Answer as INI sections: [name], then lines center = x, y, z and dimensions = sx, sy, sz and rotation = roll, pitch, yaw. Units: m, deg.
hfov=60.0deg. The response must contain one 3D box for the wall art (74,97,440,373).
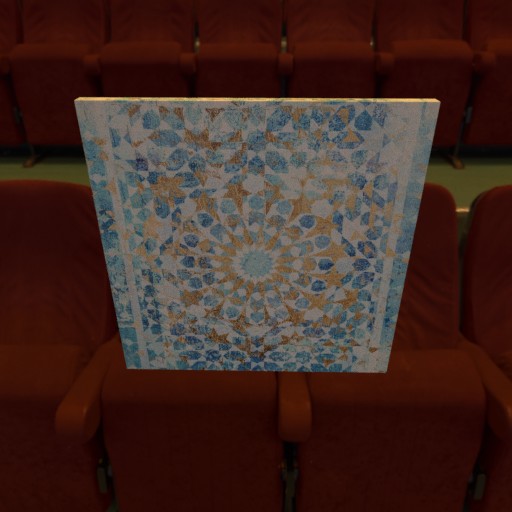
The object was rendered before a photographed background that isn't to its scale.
[wall art]
center = 0.000, 0.000, 1.352
dimensions = 0.916, 0.916, 0.040
rotation = 1, 30, 1
